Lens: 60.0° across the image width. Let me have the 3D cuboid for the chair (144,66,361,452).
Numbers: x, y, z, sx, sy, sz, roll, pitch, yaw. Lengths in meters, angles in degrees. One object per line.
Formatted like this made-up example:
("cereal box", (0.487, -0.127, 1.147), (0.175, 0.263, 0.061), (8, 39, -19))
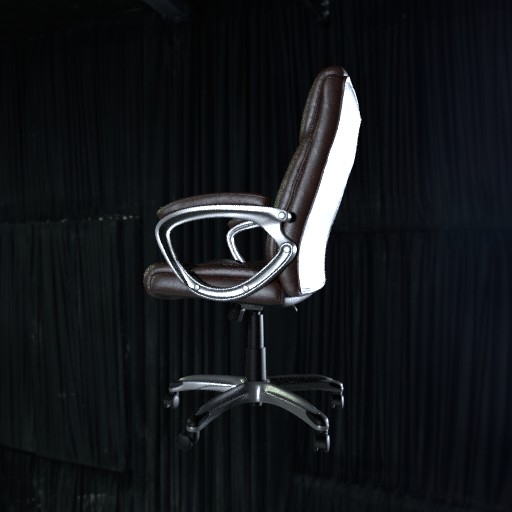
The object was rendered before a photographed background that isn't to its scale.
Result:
("chair", (0.000, 0.000, 1.560), (0.692, 1.128, 0.656), (0, 1, 17))
